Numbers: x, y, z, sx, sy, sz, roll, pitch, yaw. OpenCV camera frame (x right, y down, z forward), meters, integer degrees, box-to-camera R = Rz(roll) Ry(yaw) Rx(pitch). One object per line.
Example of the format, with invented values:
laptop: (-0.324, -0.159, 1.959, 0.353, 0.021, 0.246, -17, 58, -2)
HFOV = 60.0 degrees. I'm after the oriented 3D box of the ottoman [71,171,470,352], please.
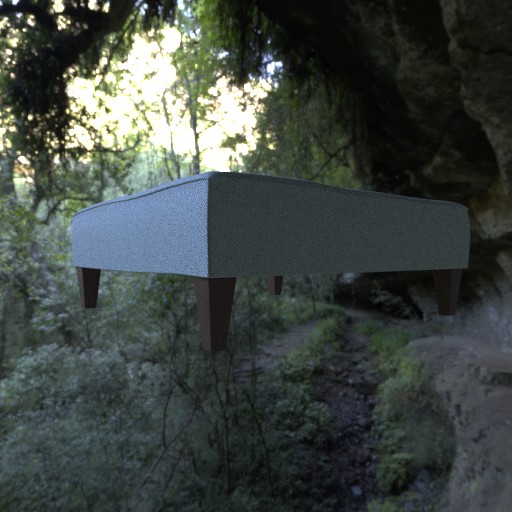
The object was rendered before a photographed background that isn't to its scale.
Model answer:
ottoman: (0.000, 0.000, 1.525, 0.968, 0.379, 1.004, 0, 0, -37)
